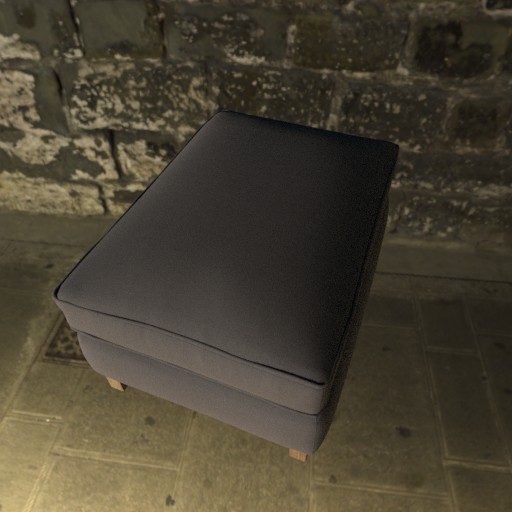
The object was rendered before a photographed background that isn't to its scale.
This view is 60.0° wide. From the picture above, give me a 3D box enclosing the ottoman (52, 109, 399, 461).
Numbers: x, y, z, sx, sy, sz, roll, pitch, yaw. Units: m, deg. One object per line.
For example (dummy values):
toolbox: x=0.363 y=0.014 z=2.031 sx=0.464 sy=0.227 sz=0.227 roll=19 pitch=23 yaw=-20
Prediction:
ottoman: x=0.000 y=0.000 z=0.976 sx=0.508 sy=0.406 sz=0.686 roll=15 pitch=48 yaw=15
